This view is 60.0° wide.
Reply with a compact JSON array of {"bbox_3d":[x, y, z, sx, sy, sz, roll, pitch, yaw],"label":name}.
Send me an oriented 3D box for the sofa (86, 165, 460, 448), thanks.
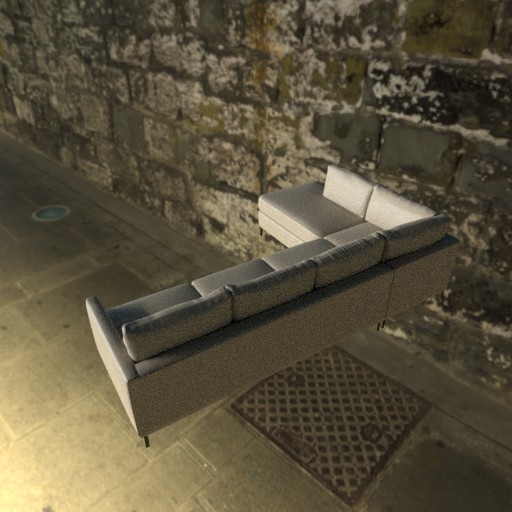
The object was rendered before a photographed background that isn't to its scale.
[{"bbox_3d":[0.000,0.000,3.194,2.423,0.703,1.617,-19,37,-27],"label":"sofa"}]
